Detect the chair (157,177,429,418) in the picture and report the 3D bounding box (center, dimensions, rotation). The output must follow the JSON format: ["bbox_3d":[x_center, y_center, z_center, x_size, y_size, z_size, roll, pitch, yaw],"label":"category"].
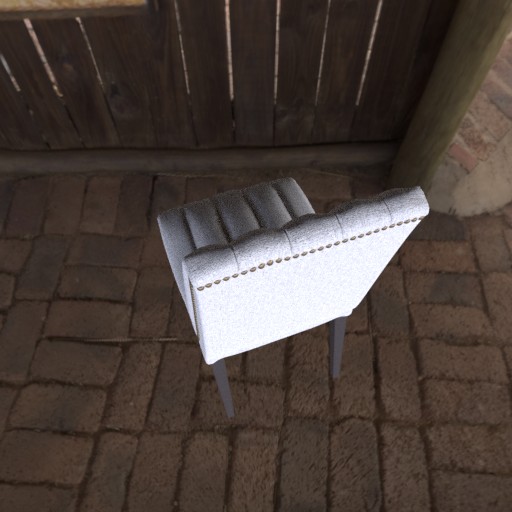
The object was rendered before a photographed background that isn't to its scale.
[{"bbox_3d":[0.000,0.000,1.367,0.511,1.016,0.647,-17,58,-11],"label":"chair"}]
